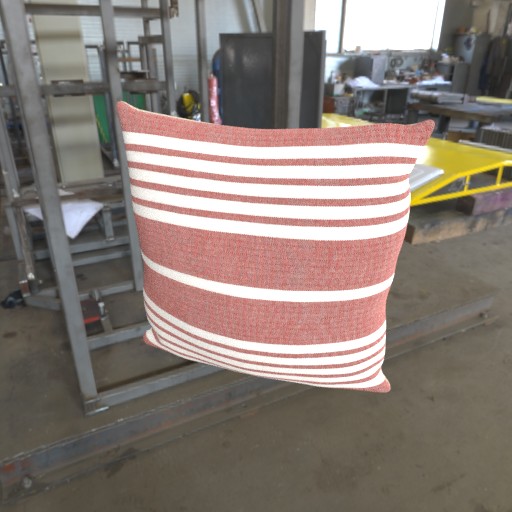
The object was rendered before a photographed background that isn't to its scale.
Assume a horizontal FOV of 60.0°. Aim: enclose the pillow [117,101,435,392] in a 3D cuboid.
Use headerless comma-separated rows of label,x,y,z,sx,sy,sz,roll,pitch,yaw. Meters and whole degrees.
pillow,0.000,0.000,0.664,0.439,0.427,0.182,8,27,16
